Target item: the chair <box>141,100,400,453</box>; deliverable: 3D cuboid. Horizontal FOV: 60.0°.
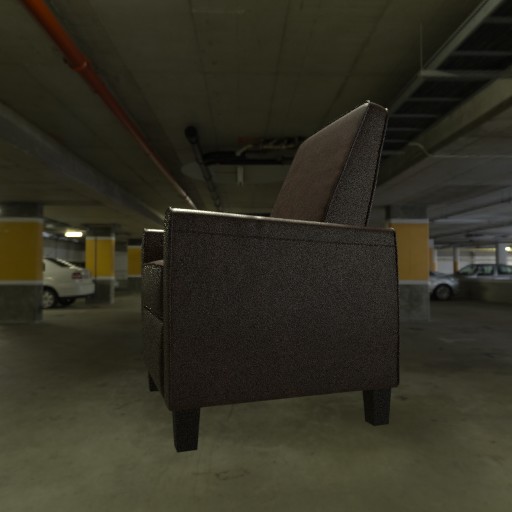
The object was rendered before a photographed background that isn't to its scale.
[{"bbox_3d":[0.000,0.000,1.537,0.746,1.013,0.705,1,-2,-20],"label":"chair"}]
